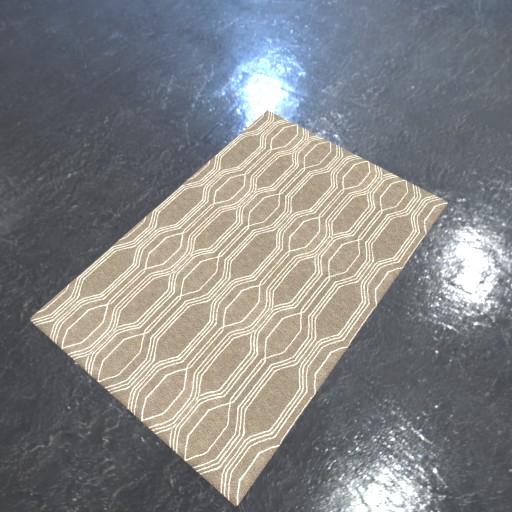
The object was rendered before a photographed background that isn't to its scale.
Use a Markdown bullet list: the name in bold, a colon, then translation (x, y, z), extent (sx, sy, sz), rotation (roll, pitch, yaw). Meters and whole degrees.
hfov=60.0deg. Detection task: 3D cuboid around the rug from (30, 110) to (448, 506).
- **rug**: translation (0.000, 0.000, 2.238), extent (1.239, 0.012, 1.836), rotation (33, 63, 19)
